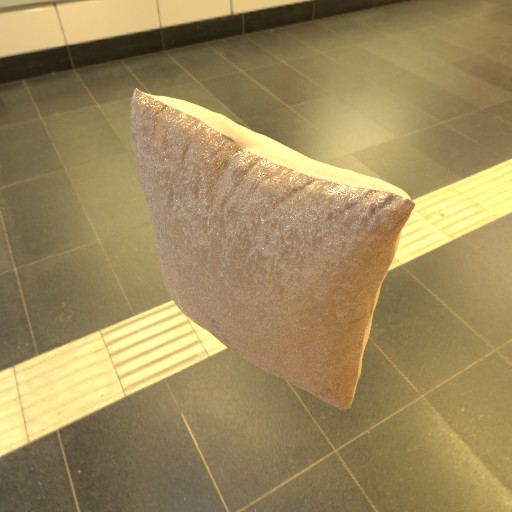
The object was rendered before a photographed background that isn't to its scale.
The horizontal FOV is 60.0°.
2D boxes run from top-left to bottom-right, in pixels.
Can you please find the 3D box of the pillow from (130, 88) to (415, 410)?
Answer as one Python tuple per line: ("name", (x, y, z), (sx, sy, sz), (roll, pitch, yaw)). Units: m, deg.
("pillow", (0.000, 0.000, 0.720), (0.450, 0.448, 0.245), (31, 53, 27))
